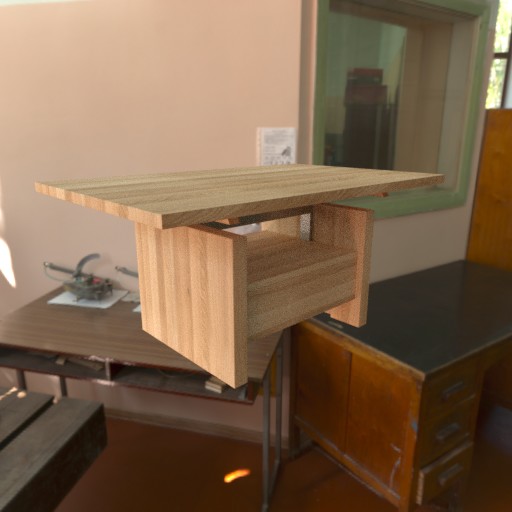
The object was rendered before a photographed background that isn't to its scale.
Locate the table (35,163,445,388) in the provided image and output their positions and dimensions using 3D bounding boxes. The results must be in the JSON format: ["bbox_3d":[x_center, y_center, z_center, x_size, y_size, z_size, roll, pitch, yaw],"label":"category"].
[{"bbox_3d":[0.000,0.000,1.464,1.100,0.510,0.700,-14,21,-41],"label":"table"}]
